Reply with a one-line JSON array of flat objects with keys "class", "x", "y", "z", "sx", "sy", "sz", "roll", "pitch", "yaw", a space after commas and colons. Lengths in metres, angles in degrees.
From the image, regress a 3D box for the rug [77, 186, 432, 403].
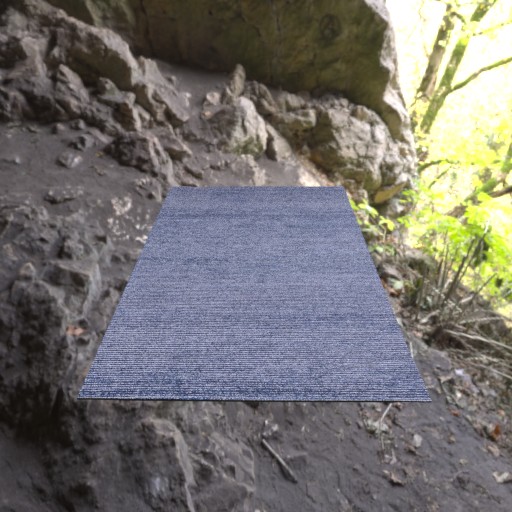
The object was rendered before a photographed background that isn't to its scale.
[{"class": "rug", "x": 0.000, "y": 0.000, "z": 2.174, "sx": 1.145, "sy": 0.021, "sz": 1.777, "roll": 0, "pitch": 31, "yaw": 1}]
